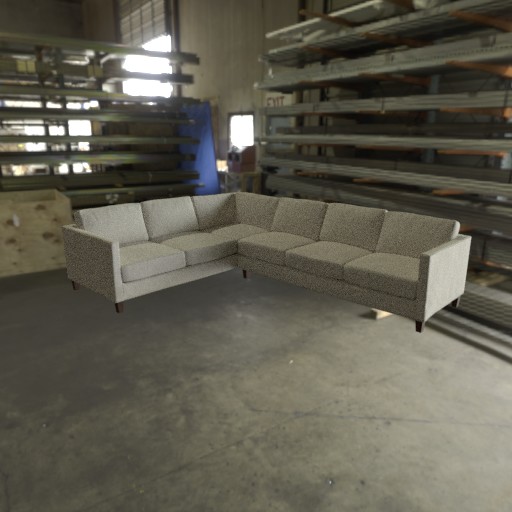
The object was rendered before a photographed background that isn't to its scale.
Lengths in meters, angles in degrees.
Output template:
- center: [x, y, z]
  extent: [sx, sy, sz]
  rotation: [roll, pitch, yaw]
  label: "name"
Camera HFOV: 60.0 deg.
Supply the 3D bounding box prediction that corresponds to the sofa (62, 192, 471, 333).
- center: [0.000, 0.000, 4.338]
  extent: [3.182, 0.863, 2.432]
  rotation: [14, 21, 42]
  label: "sofa"
